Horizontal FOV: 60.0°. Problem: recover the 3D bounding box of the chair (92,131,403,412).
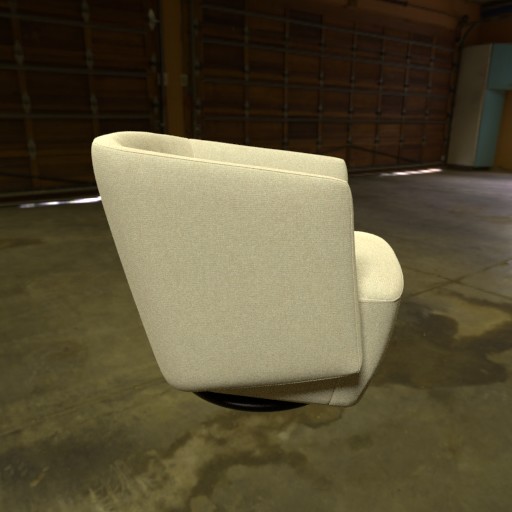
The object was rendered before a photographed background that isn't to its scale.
[{"bbox_3d":[0.000,0.000,1.597,0.986,0.861,0.822,3,17,10],"label":"chair"}]
